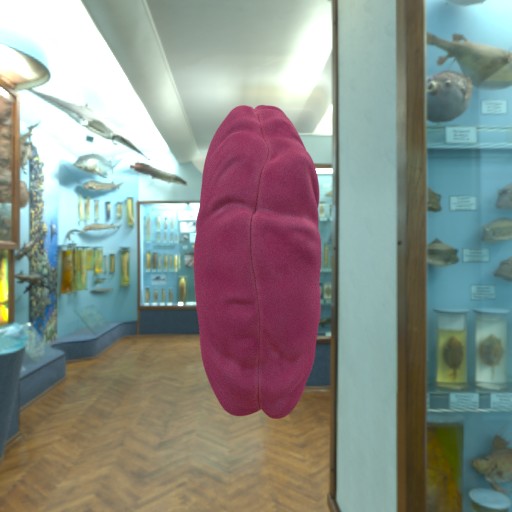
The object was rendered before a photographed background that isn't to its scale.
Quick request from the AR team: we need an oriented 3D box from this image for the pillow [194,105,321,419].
[{"bbox_3d":[0.000,0.000,0.632,0.148,0.407,0.428,0,0,-1],"label":"pillow"}]
